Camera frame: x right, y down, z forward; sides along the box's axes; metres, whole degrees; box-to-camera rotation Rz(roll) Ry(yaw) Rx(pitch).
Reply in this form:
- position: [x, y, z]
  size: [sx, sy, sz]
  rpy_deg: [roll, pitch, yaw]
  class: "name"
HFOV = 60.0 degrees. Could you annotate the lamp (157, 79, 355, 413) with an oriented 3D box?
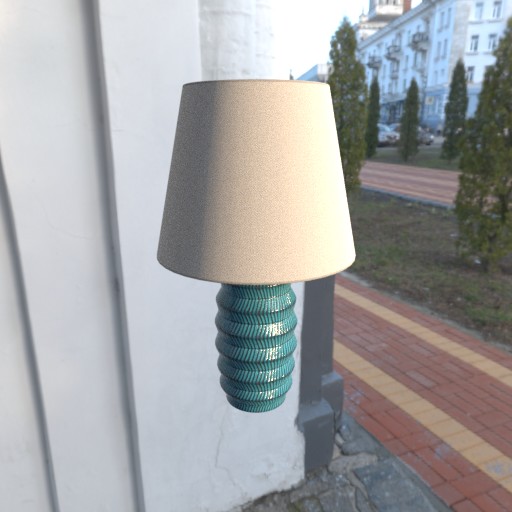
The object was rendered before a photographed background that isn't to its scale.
- position: [0.000, 0.000, 0.811]
  size: [0.355, 0.582, 0.355]
  rpy_deg: [0, 16, 0]
  class: "lamp"
